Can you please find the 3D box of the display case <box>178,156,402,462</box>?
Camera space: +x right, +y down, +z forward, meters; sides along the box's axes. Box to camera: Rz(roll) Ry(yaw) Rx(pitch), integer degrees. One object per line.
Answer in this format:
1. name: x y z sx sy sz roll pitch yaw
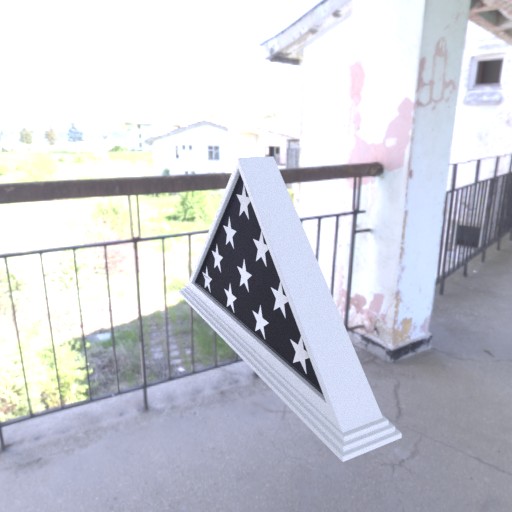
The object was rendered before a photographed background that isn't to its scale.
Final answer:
1. display case: 0.000 0.000 0.780 0.095 0.340 0.640 -8 18 -26
